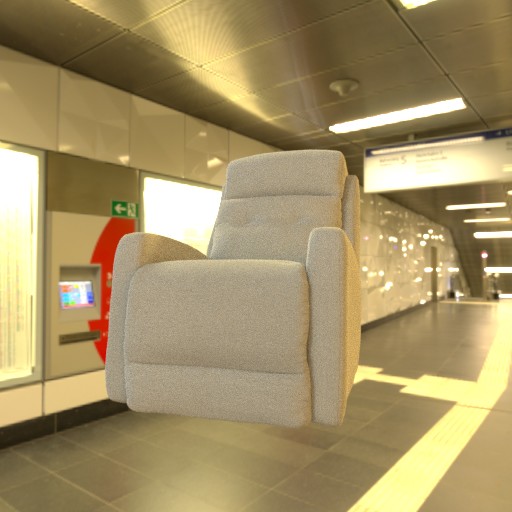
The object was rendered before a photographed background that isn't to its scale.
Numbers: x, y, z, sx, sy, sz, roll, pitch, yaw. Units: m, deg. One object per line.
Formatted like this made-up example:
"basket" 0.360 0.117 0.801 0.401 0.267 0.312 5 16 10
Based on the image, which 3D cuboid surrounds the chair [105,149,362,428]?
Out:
"chair" 0.000 0.000 1.742 0.798 1.013 1.043 0 -2 18
